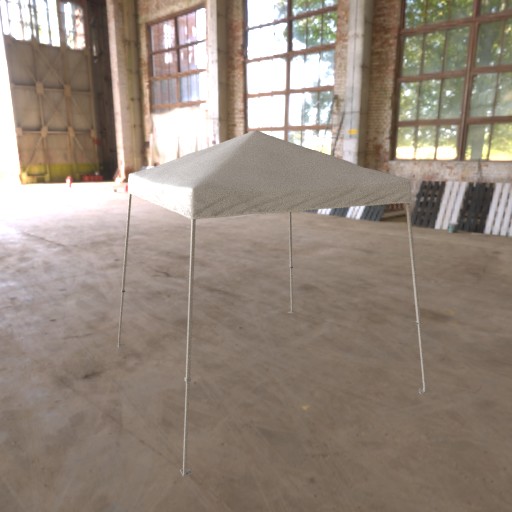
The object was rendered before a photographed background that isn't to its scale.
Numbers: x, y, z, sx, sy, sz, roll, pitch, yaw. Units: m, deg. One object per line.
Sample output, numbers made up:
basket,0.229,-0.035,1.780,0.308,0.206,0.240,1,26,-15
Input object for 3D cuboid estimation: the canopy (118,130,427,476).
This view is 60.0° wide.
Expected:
canopy,0.000,0.000,5.222,2.849,2.849,2.848,-7,15,-27
